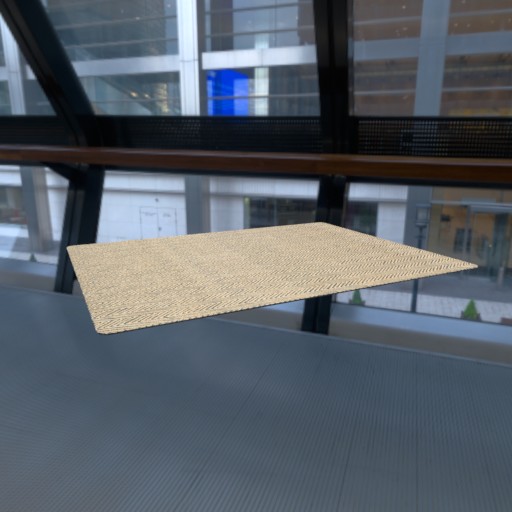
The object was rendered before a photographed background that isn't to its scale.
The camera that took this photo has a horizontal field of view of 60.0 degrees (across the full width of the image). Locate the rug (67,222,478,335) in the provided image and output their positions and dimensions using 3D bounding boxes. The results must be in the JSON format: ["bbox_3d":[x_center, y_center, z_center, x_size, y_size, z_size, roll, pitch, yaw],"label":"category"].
[{"bbox_3d":[0.000,0.000,4.252,3.207,0.014,2.439,-7,16,-26],"label":"rug"}]
